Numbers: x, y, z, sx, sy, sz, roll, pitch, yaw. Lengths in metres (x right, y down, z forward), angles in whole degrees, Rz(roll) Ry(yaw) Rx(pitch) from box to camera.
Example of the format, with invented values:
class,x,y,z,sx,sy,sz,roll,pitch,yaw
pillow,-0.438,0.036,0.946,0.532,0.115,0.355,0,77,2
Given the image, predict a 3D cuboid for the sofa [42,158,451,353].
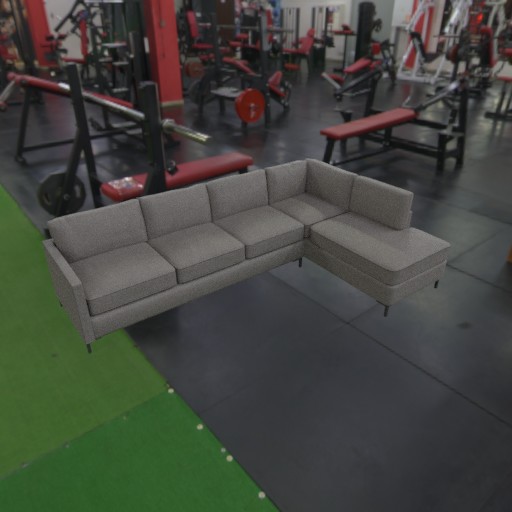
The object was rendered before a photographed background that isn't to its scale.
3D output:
class,x,y,z,sx,sy,sz,roll,pitch,yaw
sofa,0.000,0.000,4.288,3.331,0.964,2.077,-20,35,-31
